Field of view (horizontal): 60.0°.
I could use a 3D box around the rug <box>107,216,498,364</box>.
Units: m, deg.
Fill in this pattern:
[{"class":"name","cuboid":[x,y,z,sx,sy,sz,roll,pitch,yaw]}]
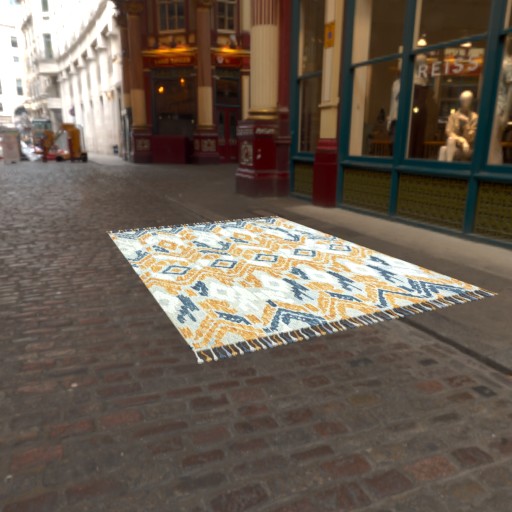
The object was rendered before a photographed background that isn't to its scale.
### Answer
[{"class":"rug","cuboid":[0.000,0.000,2.260,1.230,0.008,1.827,-7,17,-25]}]
